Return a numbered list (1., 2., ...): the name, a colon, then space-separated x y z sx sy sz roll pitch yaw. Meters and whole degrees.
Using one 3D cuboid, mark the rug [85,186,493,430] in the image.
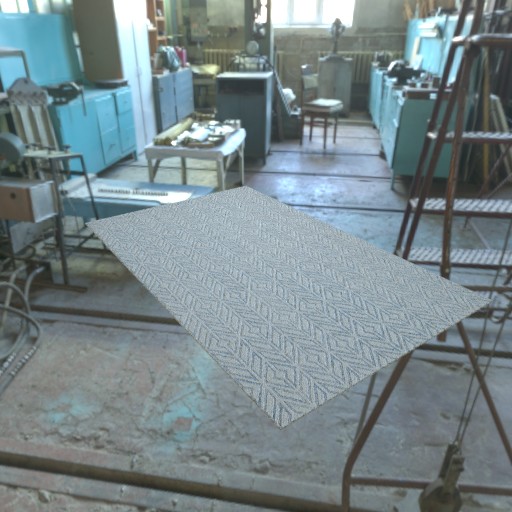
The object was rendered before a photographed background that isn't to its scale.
1. rug: 0.000 0.000 2.974 1.526 0.008 2.441 -19 33 -31
